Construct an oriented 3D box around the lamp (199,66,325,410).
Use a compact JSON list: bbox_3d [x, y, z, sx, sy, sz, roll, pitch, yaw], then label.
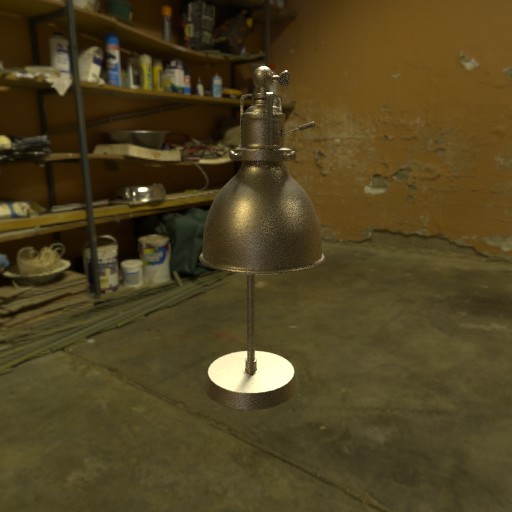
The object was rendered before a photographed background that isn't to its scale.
[{"bbox_3d":[0.000,0.000,0.601,0.153,0.456,0.286,-2,14,-7],"label":"lamp"}]
